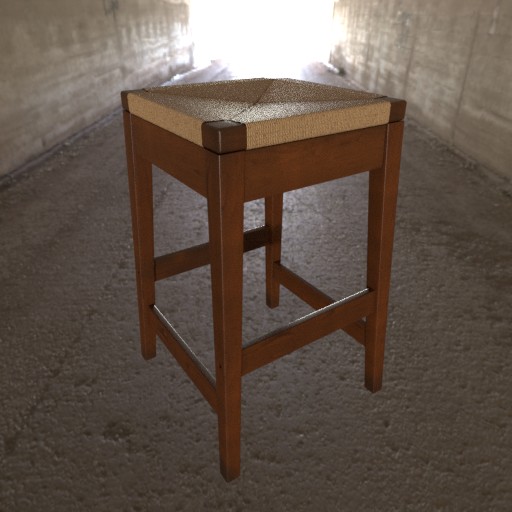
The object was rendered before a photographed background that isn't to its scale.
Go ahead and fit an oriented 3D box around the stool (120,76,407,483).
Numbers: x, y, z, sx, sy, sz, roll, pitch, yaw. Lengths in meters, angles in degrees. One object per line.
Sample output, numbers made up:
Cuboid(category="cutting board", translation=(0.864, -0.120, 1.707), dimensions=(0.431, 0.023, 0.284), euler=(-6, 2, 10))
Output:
Cuboid(category="stool", translation=(0.000, 0.000, 1.098), dimensions=(0.497, 0.762, 0.507), euler=(-18, 34, -29))
